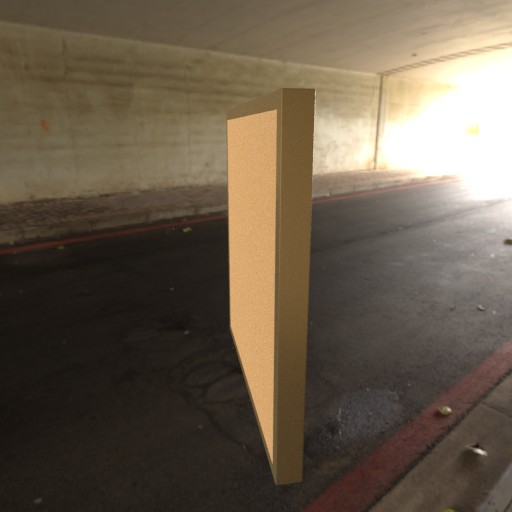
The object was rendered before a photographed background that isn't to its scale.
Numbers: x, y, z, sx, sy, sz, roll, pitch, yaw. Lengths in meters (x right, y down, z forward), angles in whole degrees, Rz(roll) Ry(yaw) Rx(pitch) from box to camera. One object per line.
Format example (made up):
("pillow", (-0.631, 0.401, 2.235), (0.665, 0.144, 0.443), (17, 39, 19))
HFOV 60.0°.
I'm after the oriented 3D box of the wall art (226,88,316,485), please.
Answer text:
("wall art", (0.000, 0.000, 0.468), (0.023, 0.305, 0.305), (-3, 16, -10))
